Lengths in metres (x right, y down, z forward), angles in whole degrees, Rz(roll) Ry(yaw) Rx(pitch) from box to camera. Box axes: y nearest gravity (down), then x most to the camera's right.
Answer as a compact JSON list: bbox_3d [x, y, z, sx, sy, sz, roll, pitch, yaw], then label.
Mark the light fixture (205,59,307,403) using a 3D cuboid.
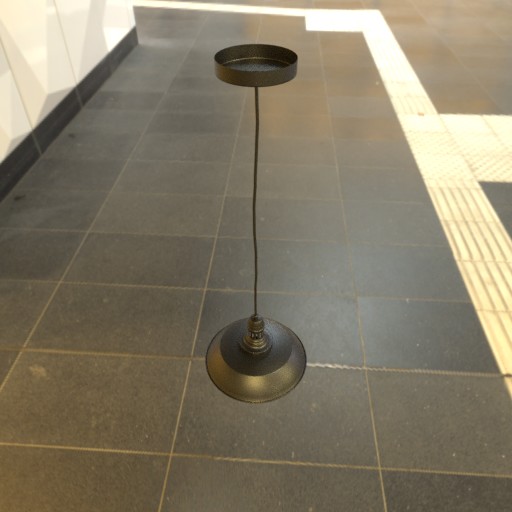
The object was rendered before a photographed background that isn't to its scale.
[{"bbox_3d":[0.000,0.000,1.156,0.331,0.993,0.331,-11,43,-12],"label":"light fixture"}]
